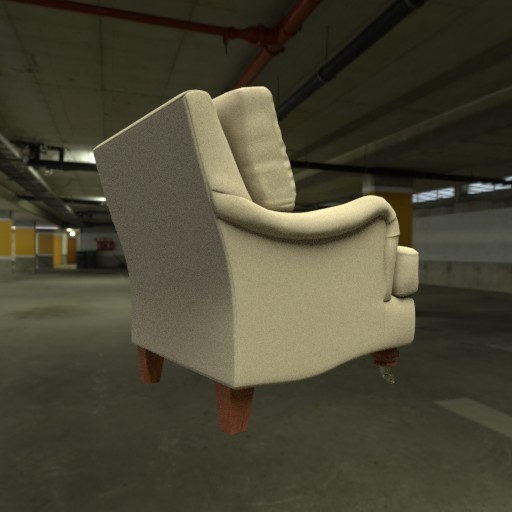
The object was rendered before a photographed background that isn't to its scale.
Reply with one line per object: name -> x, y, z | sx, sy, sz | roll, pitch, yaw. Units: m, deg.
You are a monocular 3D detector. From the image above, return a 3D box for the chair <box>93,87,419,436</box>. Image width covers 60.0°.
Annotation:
chair -> 0.000, 0.000, 1.821 | 1.078, 1.076, 0.895 | 0, 1, -36
